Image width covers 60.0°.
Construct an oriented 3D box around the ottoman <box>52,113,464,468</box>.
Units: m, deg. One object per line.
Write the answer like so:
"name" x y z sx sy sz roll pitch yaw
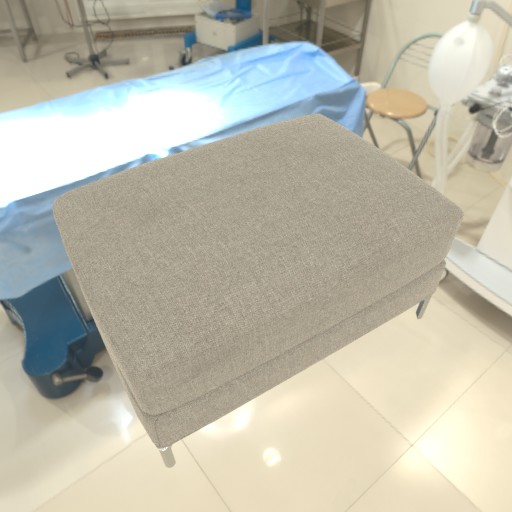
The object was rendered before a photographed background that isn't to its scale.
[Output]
"ottoman" 0.000 0.000 1.147 0.838 0.457 0.584 -24 50 -22
